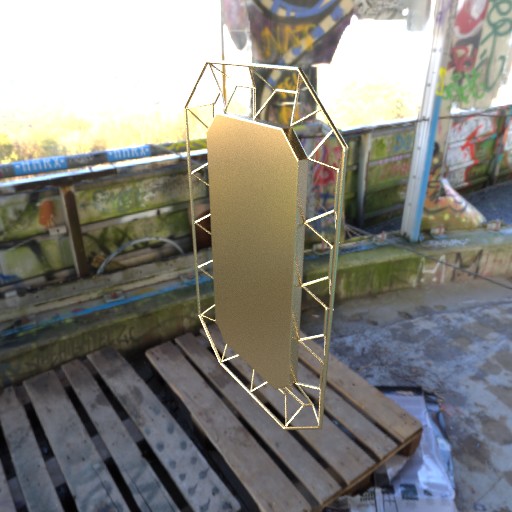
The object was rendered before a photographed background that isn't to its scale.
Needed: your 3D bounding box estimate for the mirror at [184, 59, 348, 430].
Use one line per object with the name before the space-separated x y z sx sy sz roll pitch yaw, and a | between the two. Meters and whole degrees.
mirror | 0.000 0.000 1.086 0.051 0.870 0.572 -18 32 -31
